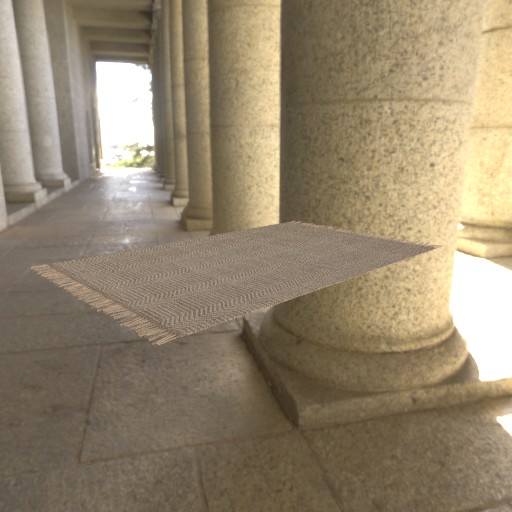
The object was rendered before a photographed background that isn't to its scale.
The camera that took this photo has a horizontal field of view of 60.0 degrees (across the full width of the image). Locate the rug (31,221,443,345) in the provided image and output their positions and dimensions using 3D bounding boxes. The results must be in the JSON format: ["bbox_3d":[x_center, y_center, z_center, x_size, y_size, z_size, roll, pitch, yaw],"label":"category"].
[{"bbox_3d":[0.000,0.000,3.094,2.523,0.034,1.528,-13,19,-42],"label":"rug"}]
